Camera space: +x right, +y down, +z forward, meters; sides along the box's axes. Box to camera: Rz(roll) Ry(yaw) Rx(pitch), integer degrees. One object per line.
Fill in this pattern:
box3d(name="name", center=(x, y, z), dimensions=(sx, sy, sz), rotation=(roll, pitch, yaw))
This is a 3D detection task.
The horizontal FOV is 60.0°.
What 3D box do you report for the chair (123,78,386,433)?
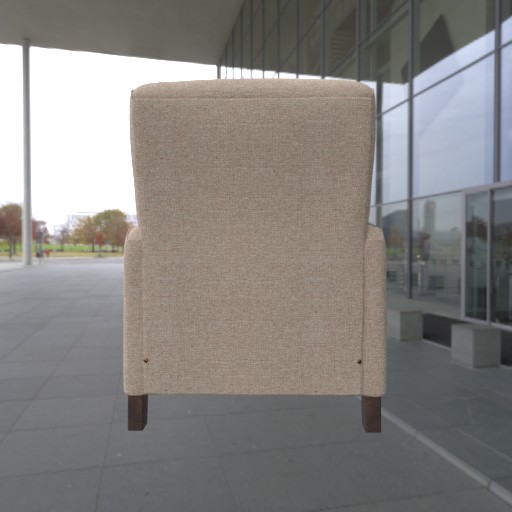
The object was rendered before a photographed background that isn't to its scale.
box3d(name="chair", center=(0.000, 0.000, 1.638), dimensions=(0.841, 1.028, 0.858), rotation=(0, 1, 1))
